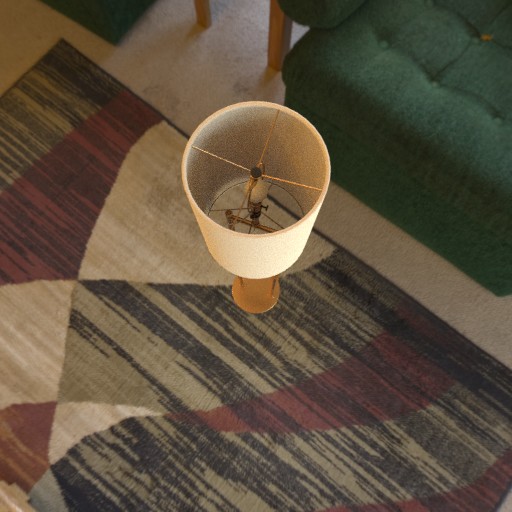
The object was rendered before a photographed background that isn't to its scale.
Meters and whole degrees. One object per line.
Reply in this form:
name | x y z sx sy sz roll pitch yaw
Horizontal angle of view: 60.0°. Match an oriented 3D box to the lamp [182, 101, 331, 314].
lamp | 0.000 0.000 1.635 0.306 1.500 0.305 20 77 5
